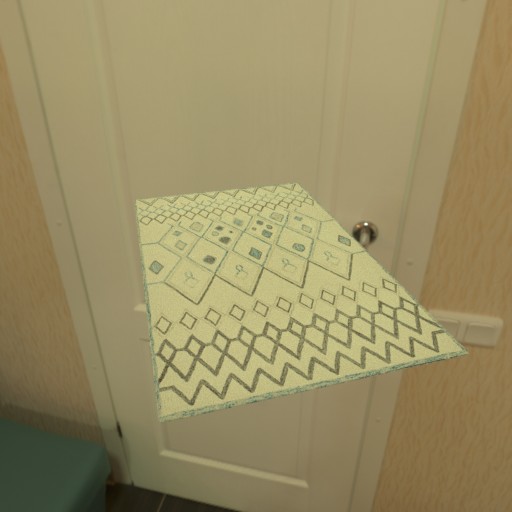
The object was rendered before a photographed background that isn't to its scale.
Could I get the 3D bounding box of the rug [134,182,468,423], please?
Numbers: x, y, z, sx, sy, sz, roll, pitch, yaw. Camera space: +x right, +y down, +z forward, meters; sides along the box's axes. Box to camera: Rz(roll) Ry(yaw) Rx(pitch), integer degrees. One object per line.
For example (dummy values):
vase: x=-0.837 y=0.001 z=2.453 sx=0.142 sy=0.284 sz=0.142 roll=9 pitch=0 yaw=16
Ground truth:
rug: x=0.000 y=0.000 z=3.040 sx=1.524 sy=0.015 sz=2.439 roll=-8 pitch=31 yaw=-13
